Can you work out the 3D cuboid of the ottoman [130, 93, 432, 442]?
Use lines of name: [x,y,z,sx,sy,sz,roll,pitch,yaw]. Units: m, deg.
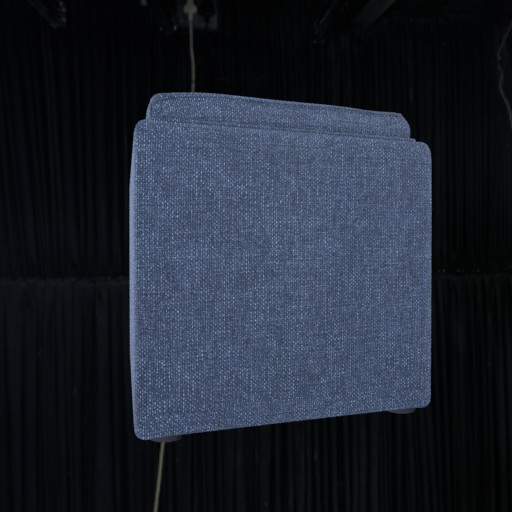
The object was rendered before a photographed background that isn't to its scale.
ottoman: [0.000,0.000,0.837,0.454,0.493,0.436,0,1,-17]
